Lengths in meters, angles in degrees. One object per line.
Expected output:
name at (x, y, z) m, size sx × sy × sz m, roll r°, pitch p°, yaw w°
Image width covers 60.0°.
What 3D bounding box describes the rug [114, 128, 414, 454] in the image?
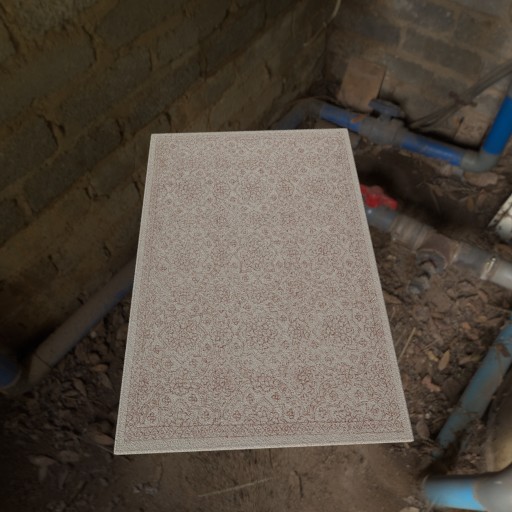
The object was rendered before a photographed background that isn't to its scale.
rug at (0.000, 0.000, 2.274) m, size 1.219 × 0.010 × 1.829 m, roll -2°, pitch 58°, yaw -1°
